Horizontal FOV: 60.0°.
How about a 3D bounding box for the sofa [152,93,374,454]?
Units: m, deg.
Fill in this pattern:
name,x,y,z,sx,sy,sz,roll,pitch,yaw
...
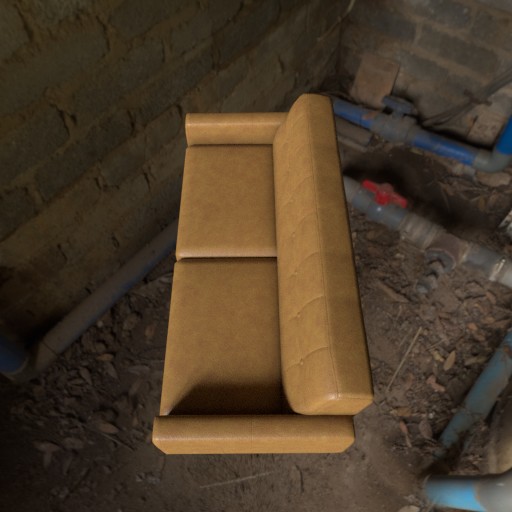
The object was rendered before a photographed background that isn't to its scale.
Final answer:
name,x,y,z,sx,sy,sz,roll,pitch,yaw
sofa,0.000,0.000,2.659,0.980,0.892,2.137,0,59,0
